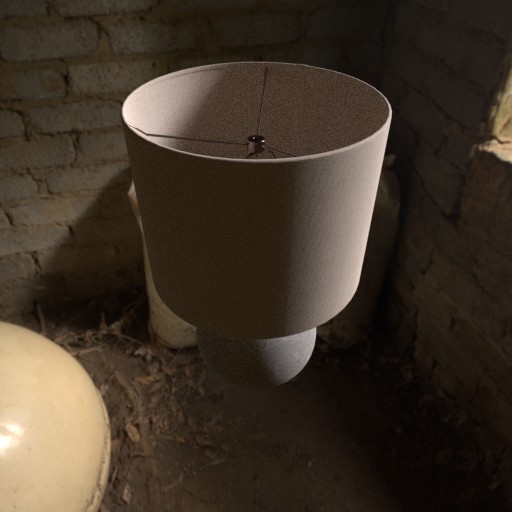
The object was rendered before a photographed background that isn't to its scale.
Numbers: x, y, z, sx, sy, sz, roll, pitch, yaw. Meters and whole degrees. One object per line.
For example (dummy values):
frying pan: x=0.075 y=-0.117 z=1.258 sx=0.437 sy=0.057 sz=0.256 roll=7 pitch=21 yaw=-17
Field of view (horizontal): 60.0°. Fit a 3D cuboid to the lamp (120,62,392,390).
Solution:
lamp: x=0.000 y=0.000 z=0.579 sx=0.269 sy=0.409 sz=0.269 roll=25 pitch=45 yaw=28
